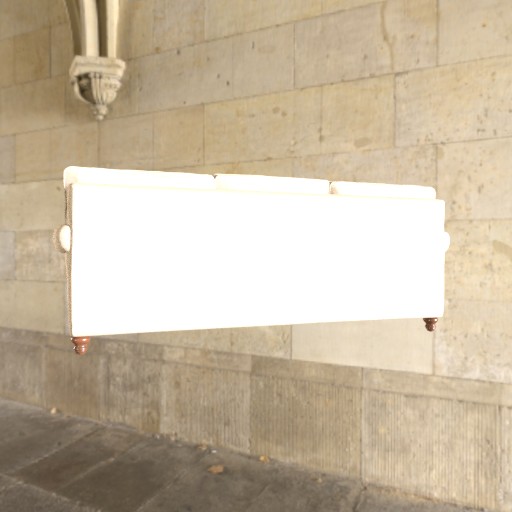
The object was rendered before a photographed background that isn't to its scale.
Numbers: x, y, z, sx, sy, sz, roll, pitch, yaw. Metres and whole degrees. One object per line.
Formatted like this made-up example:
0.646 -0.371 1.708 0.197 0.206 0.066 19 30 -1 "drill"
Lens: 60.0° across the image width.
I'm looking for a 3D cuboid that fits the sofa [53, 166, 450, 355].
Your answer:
0.000 0.000 2.856 2.354 0.948 0.966 0 0 -18 "sofa"
